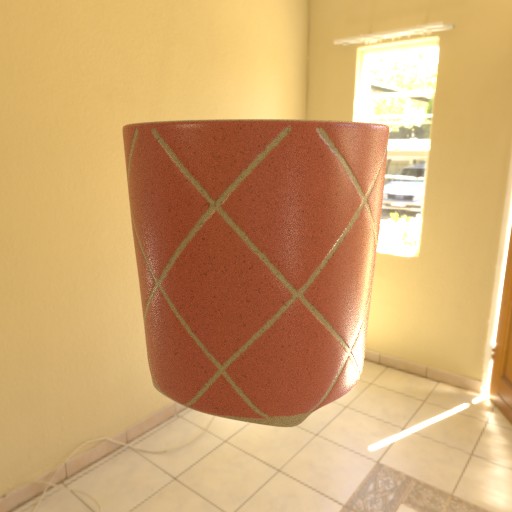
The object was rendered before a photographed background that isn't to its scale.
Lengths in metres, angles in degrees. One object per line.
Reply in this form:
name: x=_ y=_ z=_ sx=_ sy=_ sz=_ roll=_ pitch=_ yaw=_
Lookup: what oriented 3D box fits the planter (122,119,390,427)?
planter: x=0.000 y=0.000 z=0.420 sx=0.227 sy=0.235 sz=0.227 roll=0 pitch=14 yaw=0
